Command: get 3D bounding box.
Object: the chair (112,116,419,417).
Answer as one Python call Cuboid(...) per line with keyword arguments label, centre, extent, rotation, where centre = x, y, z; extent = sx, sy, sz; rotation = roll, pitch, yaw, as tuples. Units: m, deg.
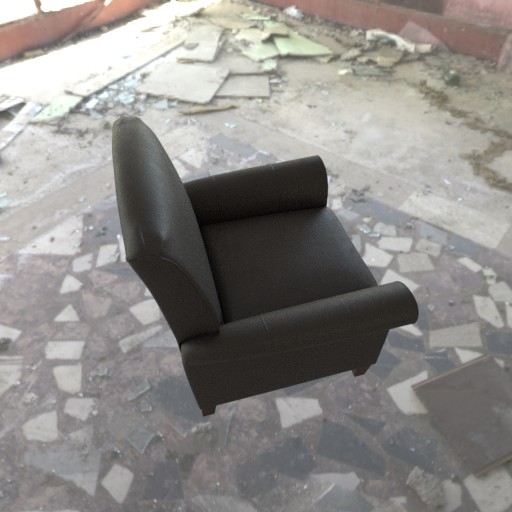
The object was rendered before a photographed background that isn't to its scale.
Cuboid(label="chair", centre=(0.000, 0.000, 1.789), extent=(0.902, 1.061, 0.978), rotation=(-11, 47, -11))
